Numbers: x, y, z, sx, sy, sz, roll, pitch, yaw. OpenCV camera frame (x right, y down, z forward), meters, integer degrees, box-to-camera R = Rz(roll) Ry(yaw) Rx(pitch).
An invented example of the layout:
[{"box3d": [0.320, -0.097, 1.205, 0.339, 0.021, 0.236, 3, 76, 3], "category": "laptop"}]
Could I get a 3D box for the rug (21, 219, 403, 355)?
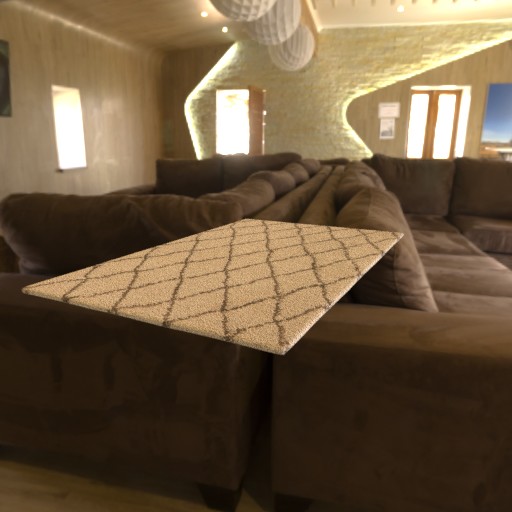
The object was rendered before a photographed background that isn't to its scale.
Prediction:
[{"box3d": [0.000, 0.000, 3.029, 1.524, 0.030, 2.438, 8, 16, 27], "category": "rug"}]
